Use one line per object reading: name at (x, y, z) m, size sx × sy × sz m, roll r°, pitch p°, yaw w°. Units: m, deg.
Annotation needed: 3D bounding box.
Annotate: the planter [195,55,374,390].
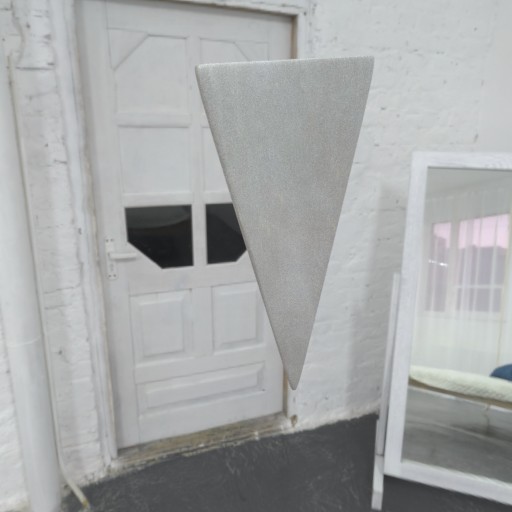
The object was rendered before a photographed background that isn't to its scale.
planter at (0.000, 0.000, 0.157) m, size 0.047 × 0.130 × 0.058 m, roll -16°, pitch 23°, yaw -42°
